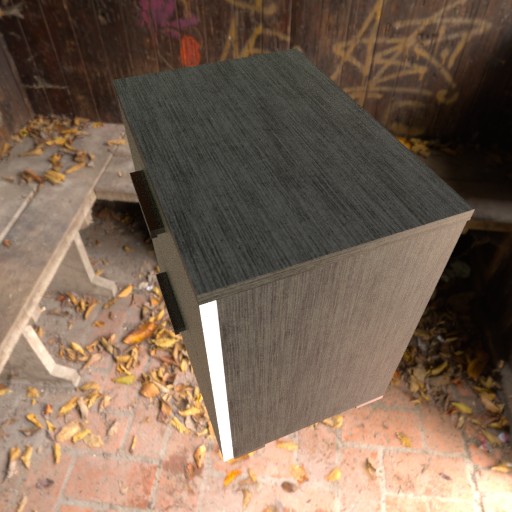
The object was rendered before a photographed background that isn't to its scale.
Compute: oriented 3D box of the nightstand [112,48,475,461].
[{"bbox_3d":[0.000,0.000,0.739,0.325,0.460,0.441,-17,50,-15],"label":"nightstand"}]
